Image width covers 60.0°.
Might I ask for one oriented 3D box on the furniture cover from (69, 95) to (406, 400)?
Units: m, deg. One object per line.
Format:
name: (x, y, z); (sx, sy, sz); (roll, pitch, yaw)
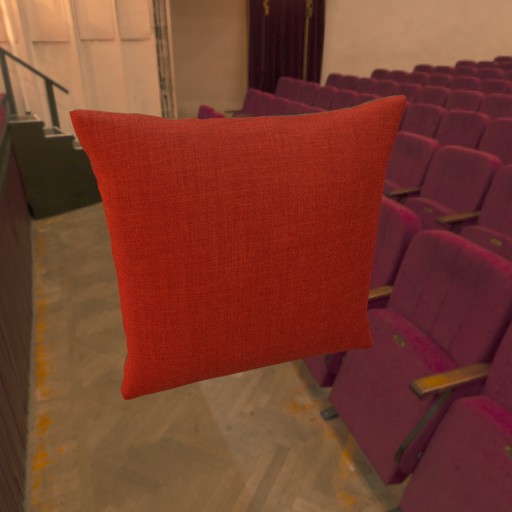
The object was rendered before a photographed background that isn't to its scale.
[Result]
furniture cover: (0.000, 0.000, 0.764); (0.517, 0.508, 0.158); (-8, 27, -16)
